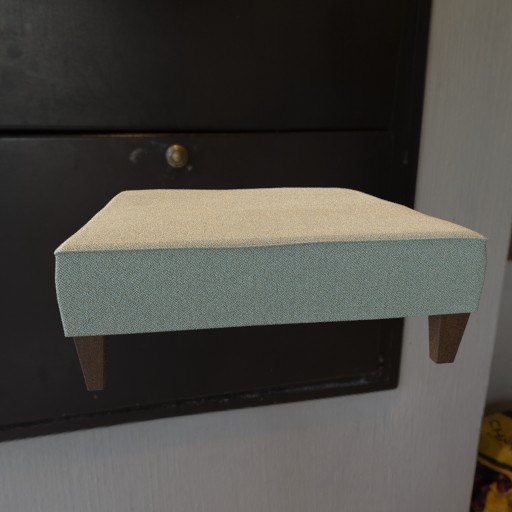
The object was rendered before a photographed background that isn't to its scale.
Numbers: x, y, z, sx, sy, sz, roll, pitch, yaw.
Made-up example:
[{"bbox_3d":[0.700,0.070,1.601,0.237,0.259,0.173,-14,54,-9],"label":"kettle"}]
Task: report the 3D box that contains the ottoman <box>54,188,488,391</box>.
[{"bbox_3d":[0.000,0.000,1.486,1.004,0.379,0.968,-2,15,-8],"label":"ottoman"}]
